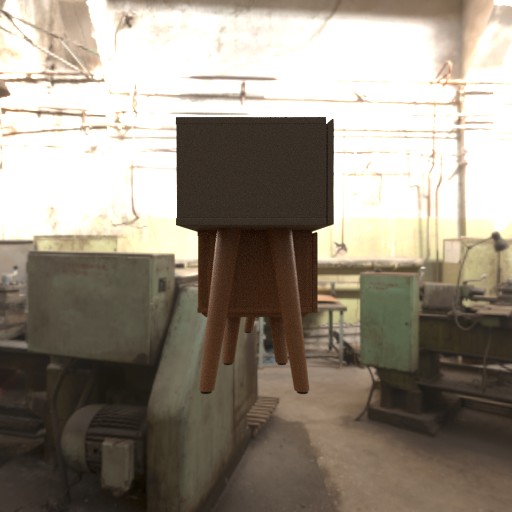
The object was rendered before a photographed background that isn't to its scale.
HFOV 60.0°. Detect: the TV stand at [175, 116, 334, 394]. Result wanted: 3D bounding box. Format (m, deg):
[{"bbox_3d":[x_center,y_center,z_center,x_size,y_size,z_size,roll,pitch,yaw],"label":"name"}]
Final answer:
[{"bbox_3d":[0.000,0.000,1.586,0.329,0.591,1.336,0,1,0],"label":"TV stand"}]
